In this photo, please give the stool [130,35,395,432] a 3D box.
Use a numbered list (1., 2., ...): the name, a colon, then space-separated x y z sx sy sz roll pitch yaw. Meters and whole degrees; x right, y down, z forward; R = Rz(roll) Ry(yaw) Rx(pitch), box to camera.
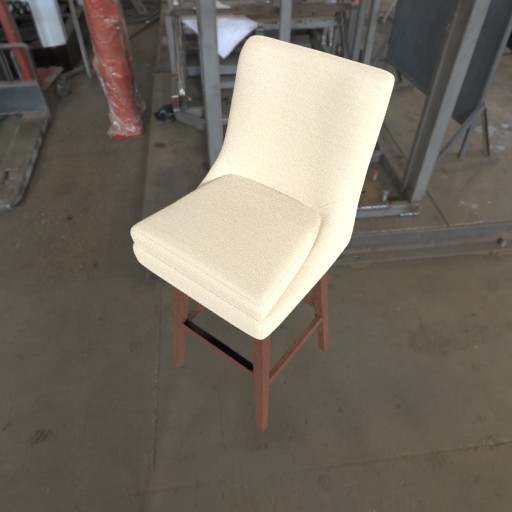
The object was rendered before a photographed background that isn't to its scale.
1. stool: 0.000 0.000 1.383 0.483 1.093 0.559 29 52 25
